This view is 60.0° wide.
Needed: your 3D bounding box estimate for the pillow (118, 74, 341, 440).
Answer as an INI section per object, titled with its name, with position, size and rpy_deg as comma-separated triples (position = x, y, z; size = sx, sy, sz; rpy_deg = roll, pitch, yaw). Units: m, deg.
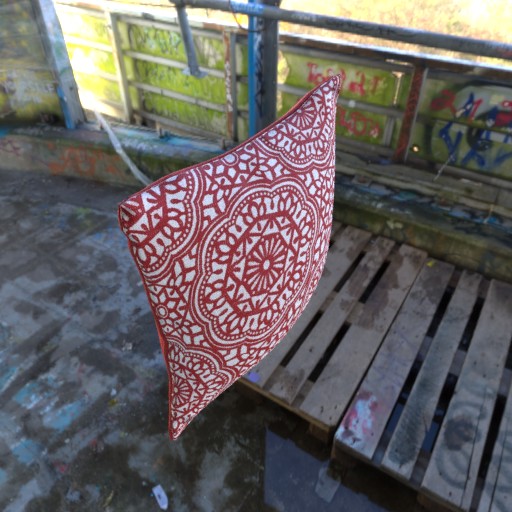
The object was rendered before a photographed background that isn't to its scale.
[pillow]
position = 0.000, 0.000, 0.664
size = 0.162, 0.419, 0.438
rpy_deg = 24, 46, 26
